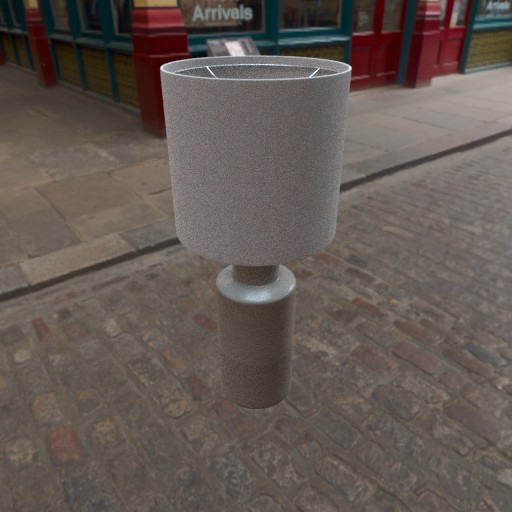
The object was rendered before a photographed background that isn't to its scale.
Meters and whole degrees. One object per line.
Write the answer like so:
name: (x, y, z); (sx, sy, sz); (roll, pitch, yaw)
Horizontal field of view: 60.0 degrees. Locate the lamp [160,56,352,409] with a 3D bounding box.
lamp: (0.000, 0.000, 0.620); (0.212, 0.493, 0.212); (-22, 36, -33)
